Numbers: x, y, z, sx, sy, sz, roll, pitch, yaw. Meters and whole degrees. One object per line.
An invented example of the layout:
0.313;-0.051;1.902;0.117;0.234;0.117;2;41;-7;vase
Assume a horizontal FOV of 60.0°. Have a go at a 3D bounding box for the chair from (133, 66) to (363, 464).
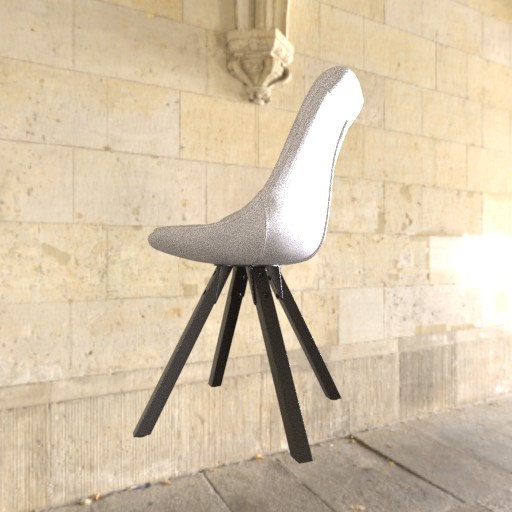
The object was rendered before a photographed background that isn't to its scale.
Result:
0.000;0.000;1.181;0.550;0.850;0.485;0;0;18;chair
